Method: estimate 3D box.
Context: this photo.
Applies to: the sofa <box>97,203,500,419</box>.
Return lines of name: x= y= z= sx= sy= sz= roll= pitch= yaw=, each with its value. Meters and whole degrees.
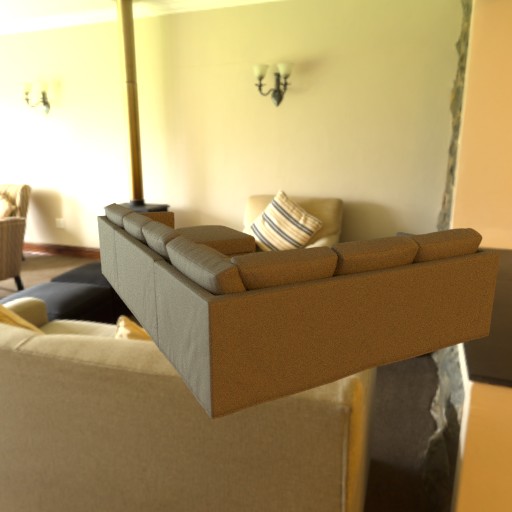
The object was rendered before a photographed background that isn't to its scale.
sofa: x=0.000 y=0.000 z=4.377 sx=2.427 sy=0.882 sz=3.460 roll=-7 pitch=15 yaw=-28
